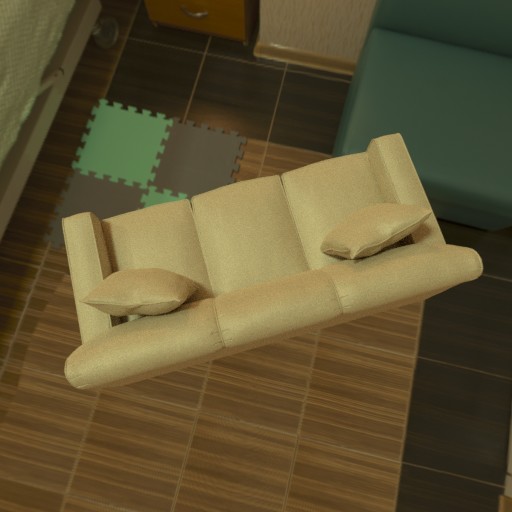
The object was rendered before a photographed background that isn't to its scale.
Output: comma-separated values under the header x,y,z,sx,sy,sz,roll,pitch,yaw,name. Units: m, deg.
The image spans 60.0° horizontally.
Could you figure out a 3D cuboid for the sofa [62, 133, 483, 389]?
x,y,z,sx,sy,sz,roll,pitch,yaw,name
0.000,0.000,2.567,2.024,0.958,0.997,-15,75,-4,sofa
